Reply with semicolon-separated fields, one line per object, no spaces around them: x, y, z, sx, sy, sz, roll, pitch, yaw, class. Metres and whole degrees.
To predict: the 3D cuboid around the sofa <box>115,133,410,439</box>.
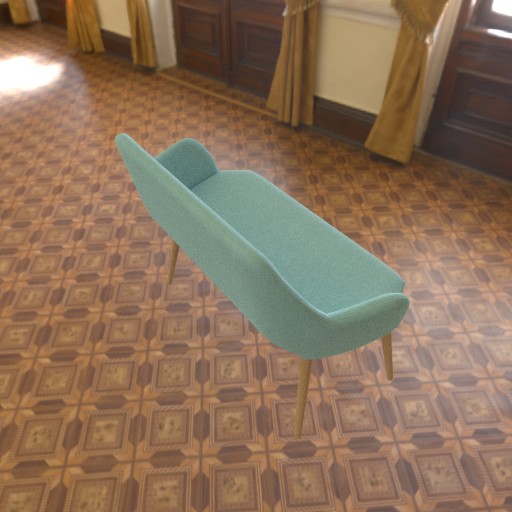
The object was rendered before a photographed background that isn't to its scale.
0.000;0.000;1.633;0.610;0.840;1.150;-26;48;-26;sofa
